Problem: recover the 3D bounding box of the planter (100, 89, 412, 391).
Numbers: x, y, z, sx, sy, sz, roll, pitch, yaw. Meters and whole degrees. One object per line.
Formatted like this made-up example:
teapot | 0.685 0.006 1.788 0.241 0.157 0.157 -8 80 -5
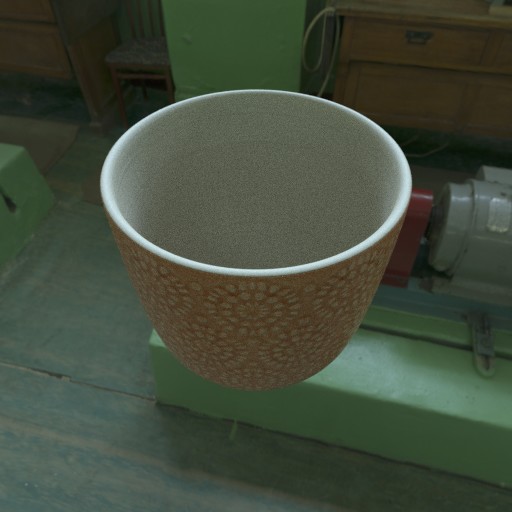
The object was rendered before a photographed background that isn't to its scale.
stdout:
planter | 0.000 0.000 0.371 0.208 0.190 0.208 0 47 0
